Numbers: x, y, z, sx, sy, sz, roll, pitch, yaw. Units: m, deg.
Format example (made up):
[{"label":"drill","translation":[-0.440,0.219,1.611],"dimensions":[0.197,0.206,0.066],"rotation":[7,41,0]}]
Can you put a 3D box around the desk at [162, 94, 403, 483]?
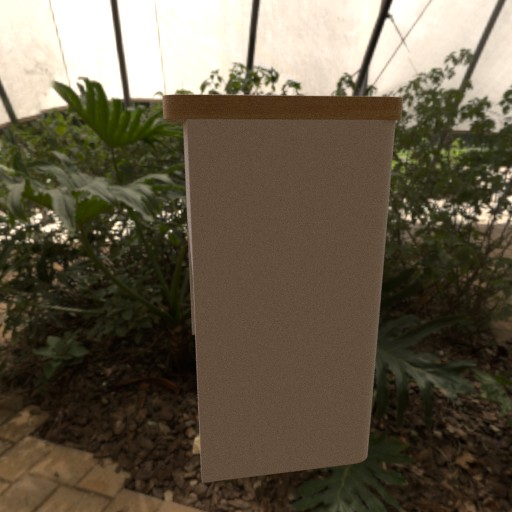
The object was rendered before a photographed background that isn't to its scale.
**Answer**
[{"label":"desk","translation":[0.000,0.000,1.228],"dimensions":[0.440,0.790,0.760],"rotation":[-3,16,-9]}]
